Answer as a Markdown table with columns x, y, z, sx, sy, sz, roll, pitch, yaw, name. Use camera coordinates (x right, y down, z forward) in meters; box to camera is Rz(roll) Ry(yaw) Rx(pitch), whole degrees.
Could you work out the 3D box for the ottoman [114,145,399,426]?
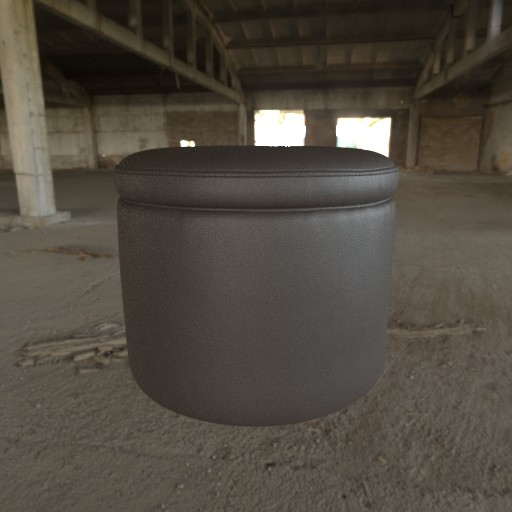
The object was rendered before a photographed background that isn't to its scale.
| x | y | z | sx | sy | sz | roll | pitch | yaw | name |
| --- | --- | --- | --- | --- | --- | --- | --- | --- | --- |
| 0.000 | 0.000 | 0.846 | 0.500 | 0.409 | 0.500 | 0 | 14 | 0 | ottoman |
